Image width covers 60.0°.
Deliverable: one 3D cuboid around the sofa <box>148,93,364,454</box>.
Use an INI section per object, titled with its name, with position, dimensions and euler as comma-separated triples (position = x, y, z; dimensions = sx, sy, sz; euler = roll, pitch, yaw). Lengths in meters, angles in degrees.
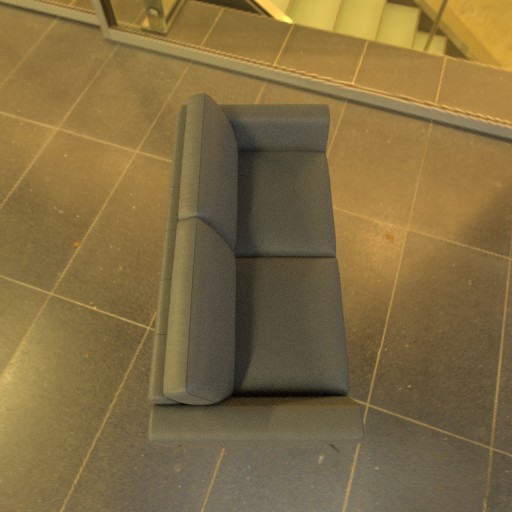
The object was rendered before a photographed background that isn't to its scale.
[sofa]
position = 0.000, 0.000, 2.528
dimensions = 0.953, 0.875, 2.017
euler = 0, 63, 0
